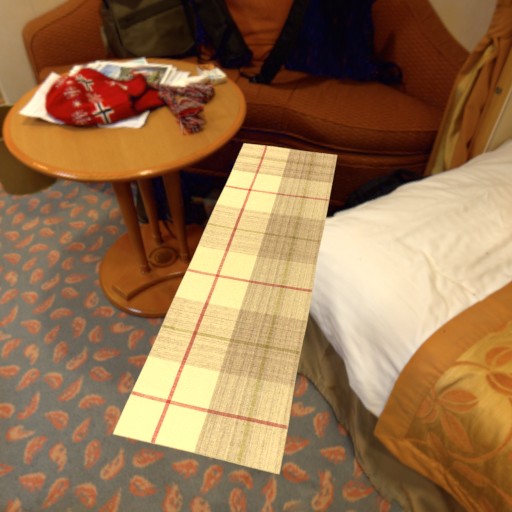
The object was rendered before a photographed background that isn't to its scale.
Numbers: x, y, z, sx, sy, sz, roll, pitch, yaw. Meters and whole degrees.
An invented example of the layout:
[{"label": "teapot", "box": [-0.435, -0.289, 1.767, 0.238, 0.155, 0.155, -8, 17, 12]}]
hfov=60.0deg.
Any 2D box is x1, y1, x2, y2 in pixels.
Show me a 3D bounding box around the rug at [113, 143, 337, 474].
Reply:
[{"label": "rug", "box": [0.000, 0.000, 2.748, 0.762, 0.013, 2.439, 9, 47, 9]}]
